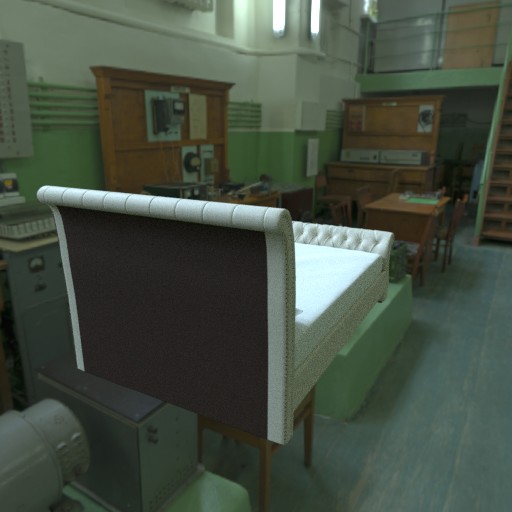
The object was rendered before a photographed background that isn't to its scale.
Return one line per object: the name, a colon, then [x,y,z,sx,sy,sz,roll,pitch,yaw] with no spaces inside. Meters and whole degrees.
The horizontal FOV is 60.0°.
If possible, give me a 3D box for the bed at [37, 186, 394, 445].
bed: [0.000,0.000,3.462,1.606,1.268,2.493,9,19,28]
